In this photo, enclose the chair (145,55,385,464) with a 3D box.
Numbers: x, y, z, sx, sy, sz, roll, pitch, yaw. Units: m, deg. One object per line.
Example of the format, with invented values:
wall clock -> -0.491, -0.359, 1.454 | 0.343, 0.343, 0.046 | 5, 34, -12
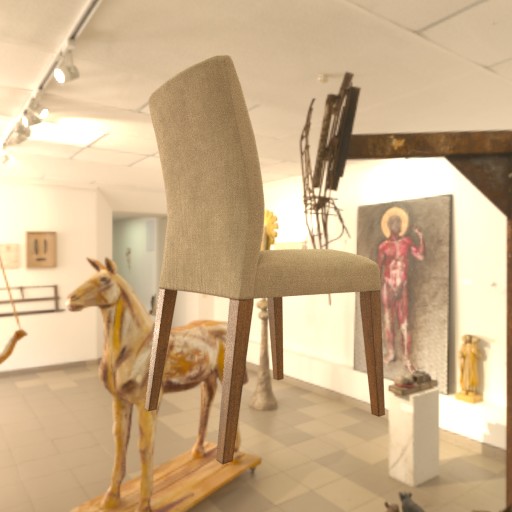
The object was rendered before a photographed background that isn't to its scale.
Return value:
chair -> 0.000, 0.000, 1.336 | 0.585, 0.940, 0.496 | 0, 0, -36
